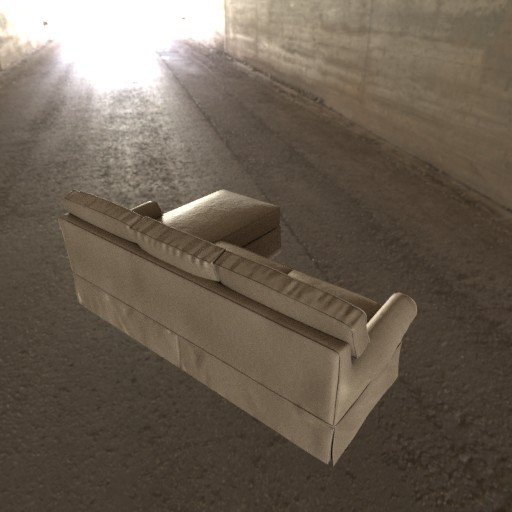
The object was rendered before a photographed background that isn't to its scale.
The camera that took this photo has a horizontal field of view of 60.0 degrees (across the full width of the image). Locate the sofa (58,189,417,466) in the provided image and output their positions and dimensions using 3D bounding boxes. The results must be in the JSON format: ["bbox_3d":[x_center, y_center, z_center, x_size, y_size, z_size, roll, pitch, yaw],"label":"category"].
[{"bbox_3d":[0.000,0.000,3.349,2.475,0.978,1.733,22,36,33],"label":"sofa"}]
